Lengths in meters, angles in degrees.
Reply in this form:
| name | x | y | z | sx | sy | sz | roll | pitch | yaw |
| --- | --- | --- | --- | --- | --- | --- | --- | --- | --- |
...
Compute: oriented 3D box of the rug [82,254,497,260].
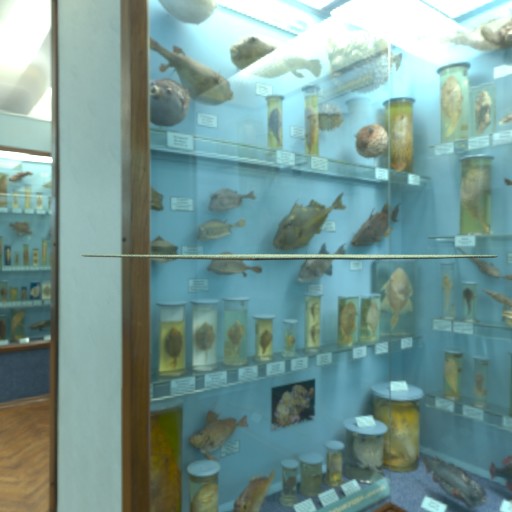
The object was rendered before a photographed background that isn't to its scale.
| name | x | y | z | sx | sy | sz | roll | pitch | yaw |
| --- | --- | --- | --- | --- | --- | --- | --- | --- | --- |
| rug | 0.000 | 0.000 | 2.859 | 1.606 | 0.017 | 2.270 | 0 | 0 | -35 |
